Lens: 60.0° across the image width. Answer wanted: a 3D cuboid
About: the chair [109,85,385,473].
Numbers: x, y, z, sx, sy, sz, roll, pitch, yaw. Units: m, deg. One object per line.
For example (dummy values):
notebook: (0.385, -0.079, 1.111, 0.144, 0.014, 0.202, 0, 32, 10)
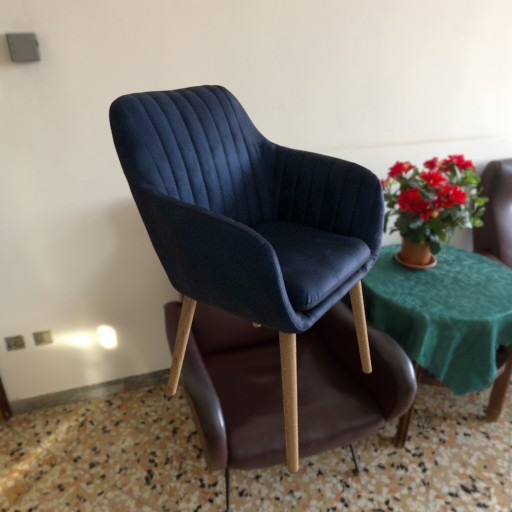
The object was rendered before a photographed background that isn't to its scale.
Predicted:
chair: (0.000, 0.000, 1.204, 0.573, 0.826, 0.578, 18, 31, 32)
